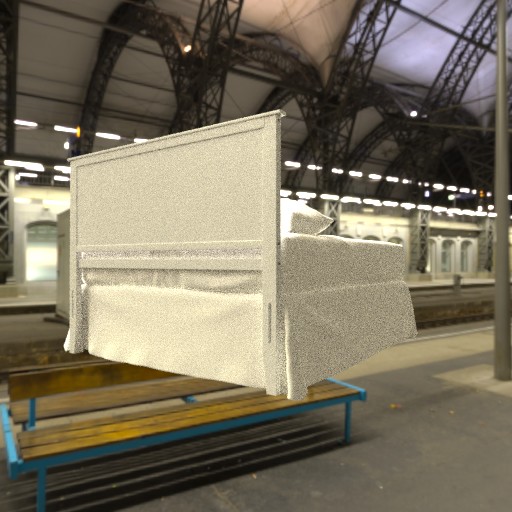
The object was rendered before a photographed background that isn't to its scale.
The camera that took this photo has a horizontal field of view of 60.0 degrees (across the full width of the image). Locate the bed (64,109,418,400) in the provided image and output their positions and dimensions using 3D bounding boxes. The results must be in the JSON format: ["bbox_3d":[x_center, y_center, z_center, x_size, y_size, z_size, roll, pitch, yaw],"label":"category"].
[{"bbox_3d":[0.000,0.000,3.225,1.876,1.269,2.047,0,-1,35],"label":"bed"}]
